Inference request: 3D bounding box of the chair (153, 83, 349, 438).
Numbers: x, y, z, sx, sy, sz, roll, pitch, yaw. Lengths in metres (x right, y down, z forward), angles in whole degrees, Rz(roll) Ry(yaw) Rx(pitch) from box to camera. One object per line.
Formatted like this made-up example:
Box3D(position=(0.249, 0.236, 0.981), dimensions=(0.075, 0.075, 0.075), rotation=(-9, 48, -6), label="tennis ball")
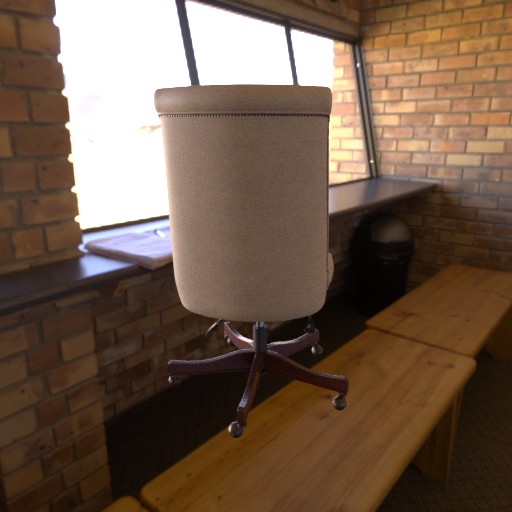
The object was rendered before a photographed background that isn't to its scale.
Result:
Box3D(position=(0.000, 0.000, 1.468), dimensions=(0.645, 1.010, 0.696), rotation=(2, 16, 8), label="chair")
